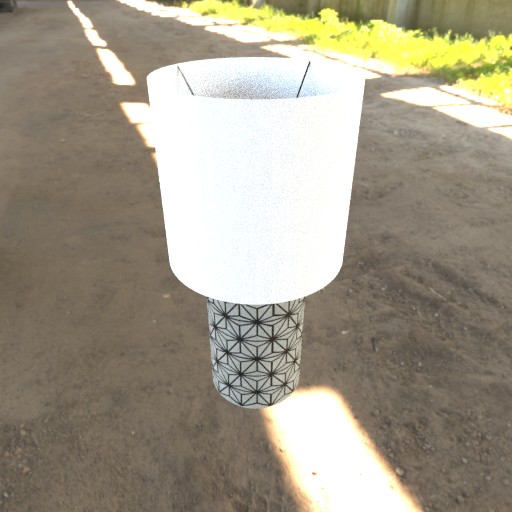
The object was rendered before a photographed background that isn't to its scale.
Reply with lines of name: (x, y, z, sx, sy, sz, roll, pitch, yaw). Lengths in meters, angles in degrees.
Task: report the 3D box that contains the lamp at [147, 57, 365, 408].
lamp: (0.000, 0.000, 0.539, 0.206, 0.416, 0.206, 21, 38, 29)
